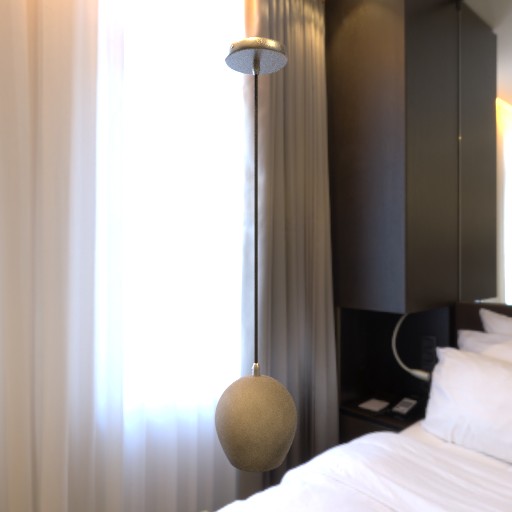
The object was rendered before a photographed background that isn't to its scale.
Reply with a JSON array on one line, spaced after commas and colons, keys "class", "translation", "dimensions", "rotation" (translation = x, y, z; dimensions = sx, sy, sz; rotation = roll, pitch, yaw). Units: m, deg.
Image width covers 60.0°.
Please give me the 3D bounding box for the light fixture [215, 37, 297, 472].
[{"class": "light fixture", "translation": [0.000, 0.000, 0.828], "dimensions": [0.153, 0.760, 0.153], "rotation": [0, 0, 18]}]
